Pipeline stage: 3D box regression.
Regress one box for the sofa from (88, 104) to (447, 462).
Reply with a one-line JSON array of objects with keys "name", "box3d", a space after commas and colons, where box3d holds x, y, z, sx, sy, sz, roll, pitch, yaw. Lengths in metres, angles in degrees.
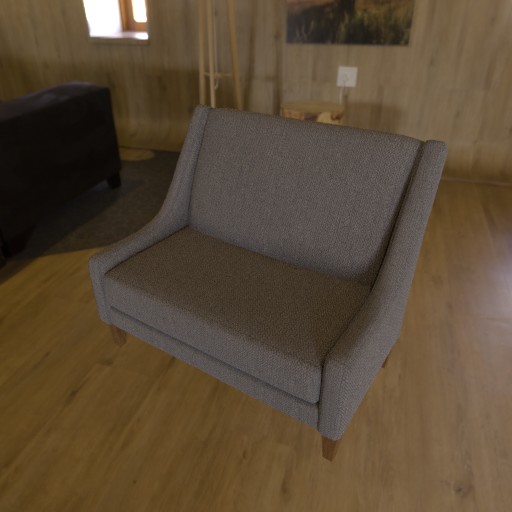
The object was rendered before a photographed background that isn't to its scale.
[{"name": "sofa", "box3d": [0.000, 0.000, 1.928, 1.242, 1.022, 0.873, 18, 35, 28]}]
